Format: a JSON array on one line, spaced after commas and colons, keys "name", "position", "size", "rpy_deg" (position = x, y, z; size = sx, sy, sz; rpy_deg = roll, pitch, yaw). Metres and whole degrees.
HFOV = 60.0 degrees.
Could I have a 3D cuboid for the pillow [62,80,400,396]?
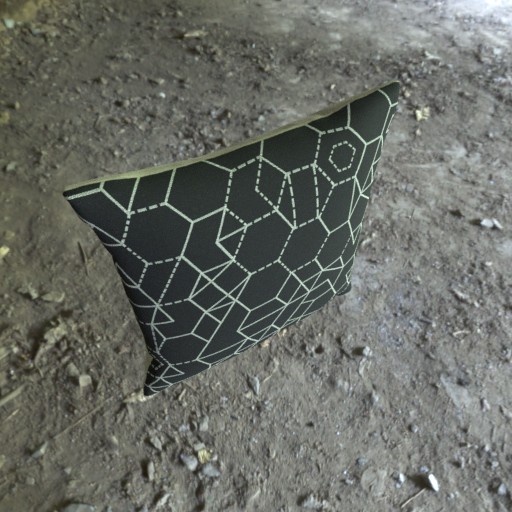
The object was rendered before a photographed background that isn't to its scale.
[{"name": "pillow", "position": [0.000, 0.000, 0.773], "size": [0.517, 0.508, 0.158], "rpy_deg": [-25, 52, -21]}]
